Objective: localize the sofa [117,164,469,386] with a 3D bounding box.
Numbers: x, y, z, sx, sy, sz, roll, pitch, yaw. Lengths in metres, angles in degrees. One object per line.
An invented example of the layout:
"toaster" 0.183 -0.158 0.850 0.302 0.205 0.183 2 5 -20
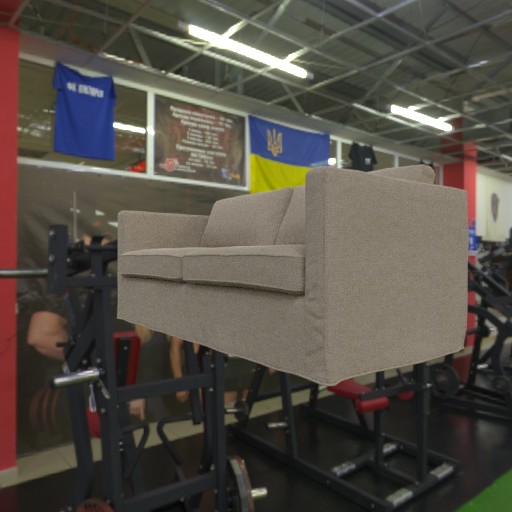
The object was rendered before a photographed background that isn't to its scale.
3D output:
"sofa" 0.000 0.000 2.493 0.956 0.847 1.987 0 0 -37
